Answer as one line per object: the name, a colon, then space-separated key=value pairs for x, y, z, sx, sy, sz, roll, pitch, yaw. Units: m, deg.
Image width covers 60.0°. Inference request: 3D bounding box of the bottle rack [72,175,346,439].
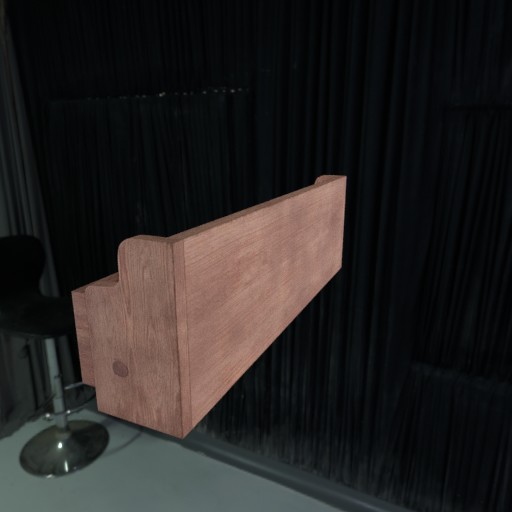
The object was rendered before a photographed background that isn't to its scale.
bottle rack: x=0.000 y=0.000 z=0.694 sx=0.126 sy=0.196 sz=0.608 roll=7 pitch=18 yaw=24
